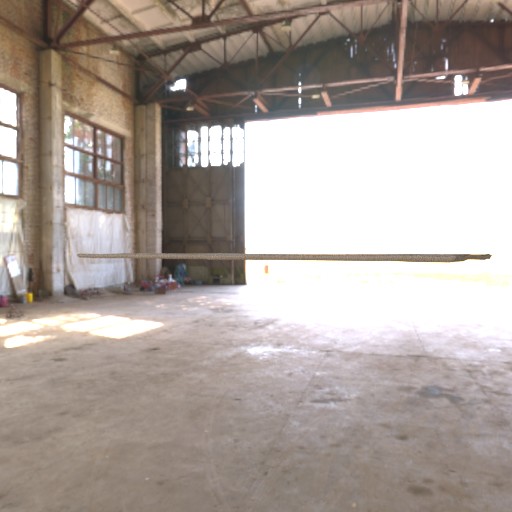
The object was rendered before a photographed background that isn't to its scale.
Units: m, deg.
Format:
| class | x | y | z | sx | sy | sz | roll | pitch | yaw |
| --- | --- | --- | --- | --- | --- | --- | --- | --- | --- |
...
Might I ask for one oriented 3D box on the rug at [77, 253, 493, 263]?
| class | x | y | z | sx | sy | sz | roll | pitch | yaw |
| --- | --- | --- | --- | --- | --- | --- | --- | --- | --- |
| rug | 0.000 | 0.000 | 2.620 | 2.381 | 0.035 | 0.832 | 0 | 1 | 36 |
